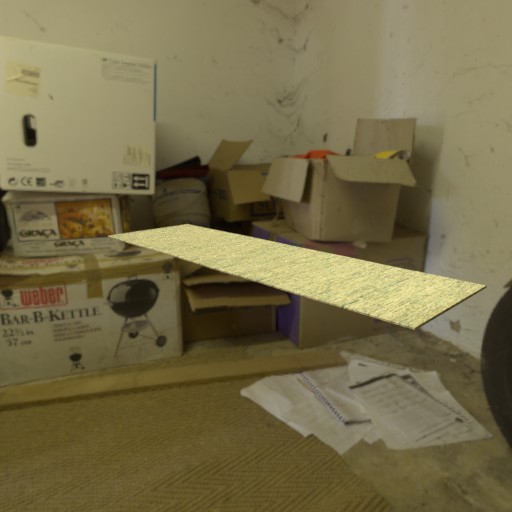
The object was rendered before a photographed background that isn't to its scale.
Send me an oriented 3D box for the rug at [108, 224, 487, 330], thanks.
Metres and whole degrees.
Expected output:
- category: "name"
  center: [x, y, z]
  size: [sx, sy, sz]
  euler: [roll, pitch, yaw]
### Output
- category: "rug"
  center: [0.000, 0.000, 2.569]
  size: [0.700, 0.014, 2.290]
  euler: [-13, 19, -43]
